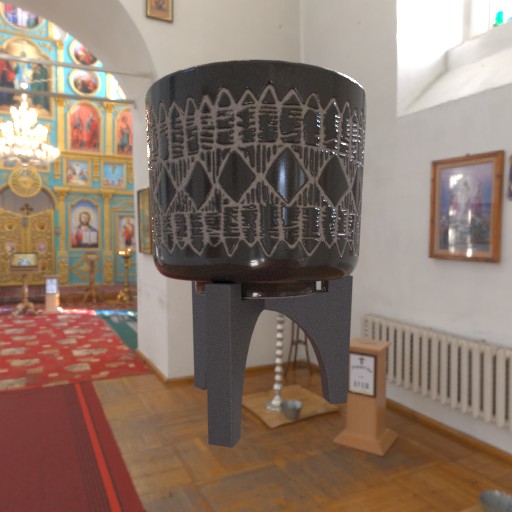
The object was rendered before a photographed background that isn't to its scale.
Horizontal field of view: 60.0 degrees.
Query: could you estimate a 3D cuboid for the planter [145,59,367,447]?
[{"bbox_3d":[0.000,0.000,0.519,0.251,0.355,0.251,0,1,18],"label":"planter"}]
